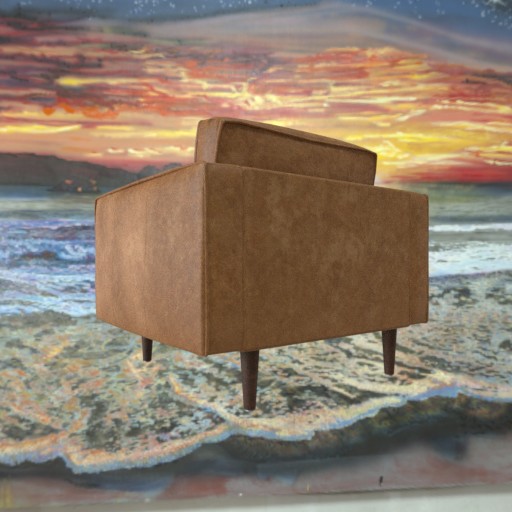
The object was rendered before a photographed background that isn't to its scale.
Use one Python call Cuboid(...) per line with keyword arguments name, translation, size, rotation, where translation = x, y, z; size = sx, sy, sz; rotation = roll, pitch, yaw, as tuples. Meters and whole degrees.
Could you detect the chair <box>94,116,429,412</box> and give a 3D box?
Cuboid(name="chair", translation=(0.000, 0.000, 1.544), size=(0.928, 0.767, 0.798), rotation=(0, 0, -36))
